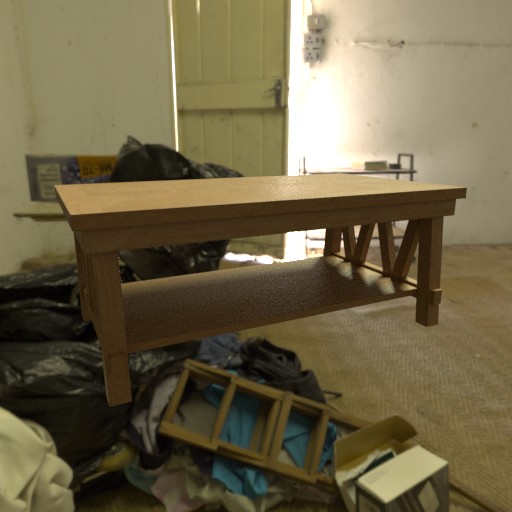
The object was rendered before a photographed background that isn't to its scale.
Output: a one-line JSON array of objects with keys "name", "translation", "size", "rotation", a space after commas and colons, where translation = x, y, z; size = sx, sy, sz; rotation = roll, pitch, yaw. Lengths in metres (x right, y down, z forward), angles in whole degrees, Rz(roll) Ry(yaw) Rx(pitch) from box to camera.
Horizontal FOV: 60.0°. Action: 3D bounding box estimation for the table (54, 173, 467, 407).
[{"name": "table", "translation": [0.000, 0.000, 1.626], "size": [1.270, 0.507, 0.711], "rotation": [-7, 17, -25]}]
